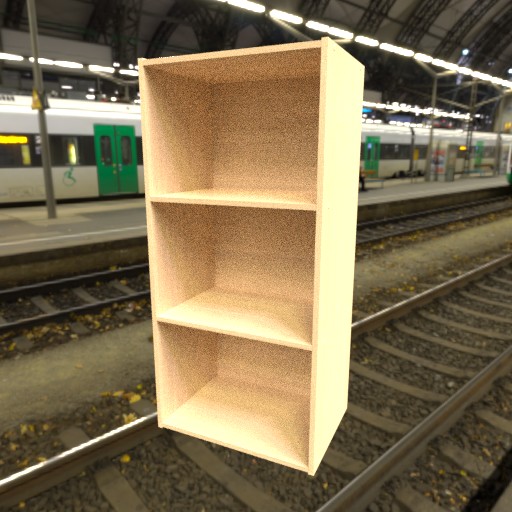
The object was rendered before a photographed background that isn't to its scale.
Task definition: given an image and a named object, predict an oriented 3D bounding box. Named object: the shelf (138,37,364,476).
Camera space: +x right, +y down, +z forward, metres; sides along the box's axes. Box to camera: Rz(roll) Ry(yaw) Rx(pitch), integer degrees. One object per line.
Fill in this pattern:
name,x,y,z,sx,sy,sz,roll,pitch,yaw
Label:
shelf,0.000,0.000,1.077,0.417,0.876,0.292,6,14,25
